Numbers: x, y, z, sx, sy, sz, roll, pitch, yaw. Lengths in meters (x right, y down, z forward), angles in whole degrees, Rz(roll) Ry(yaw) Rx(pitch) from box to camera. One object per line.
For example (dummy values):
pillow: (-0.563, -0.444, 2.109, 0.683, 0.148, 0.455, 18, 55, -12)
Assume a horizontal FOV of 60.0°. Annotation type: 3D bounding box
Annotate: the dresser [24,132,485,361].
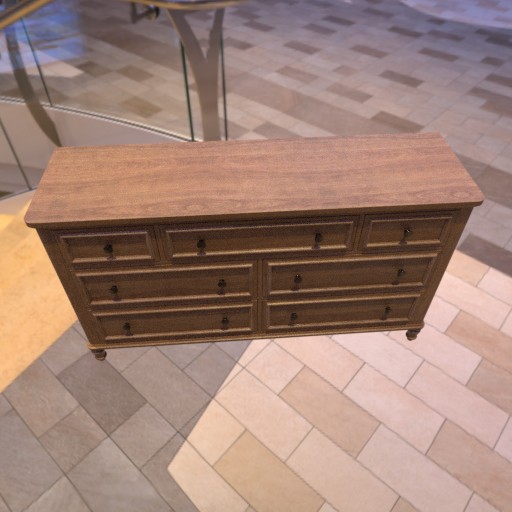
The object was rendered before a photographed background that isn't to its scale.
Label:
dresser: (0.000, 0.000, 1.977, 1.583, 0.892, 0.468, -3, 45, -3)
